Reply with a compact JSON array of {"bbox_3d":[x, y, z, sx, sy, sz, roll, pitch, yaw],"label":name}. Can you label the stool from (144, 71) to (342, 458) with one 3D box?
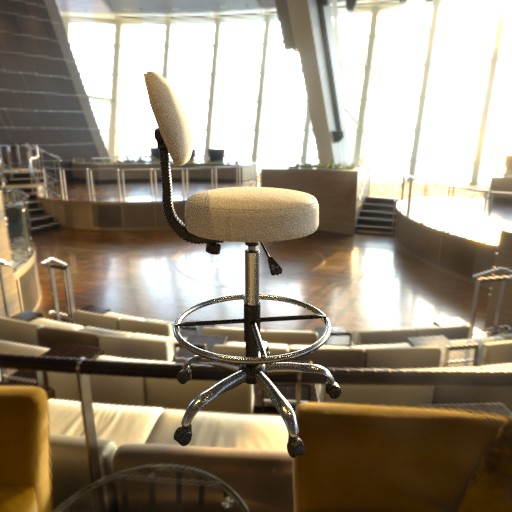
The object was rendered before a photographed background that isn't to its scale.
[{"bbox_3d":[0.000,0.000,1.423,0.616,1.080,0.609,-2,16,-8],"label":"stool"}]
